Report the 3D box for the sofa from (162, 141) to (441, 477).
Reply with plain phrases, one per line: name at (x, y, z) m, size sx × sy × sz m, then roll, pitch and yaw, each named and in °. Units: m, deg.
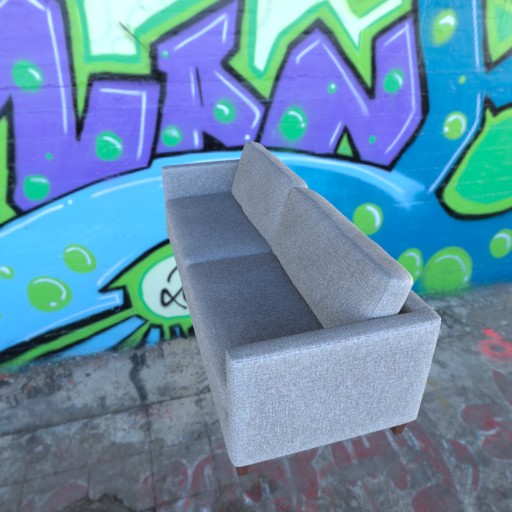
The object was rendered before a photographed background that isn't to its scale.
sofa at (0.000, 0.000, 2.871) m, size 0.948 × 0.951 × 2.434 m, roll -8°, pitch 30°, yaw -14°
